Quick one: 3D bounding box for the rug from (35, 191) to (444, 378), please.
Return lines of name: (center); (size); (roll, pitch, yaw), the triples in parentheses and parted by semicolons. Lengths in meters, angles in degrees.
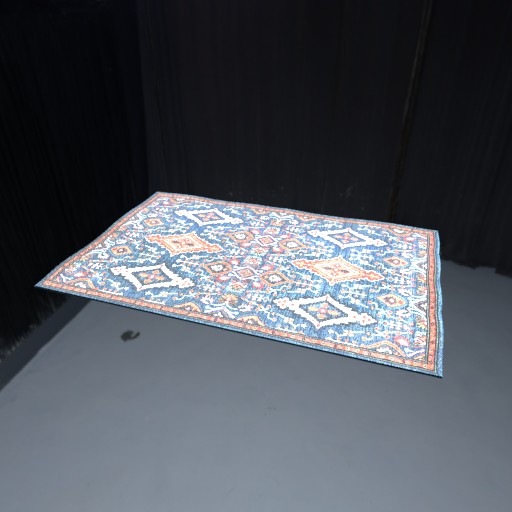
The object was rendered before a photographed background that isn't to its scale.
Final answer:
rug: (0.000, 0.000, 2.343); (1.847, 0.014, 1.195); (10, 33, 16)
